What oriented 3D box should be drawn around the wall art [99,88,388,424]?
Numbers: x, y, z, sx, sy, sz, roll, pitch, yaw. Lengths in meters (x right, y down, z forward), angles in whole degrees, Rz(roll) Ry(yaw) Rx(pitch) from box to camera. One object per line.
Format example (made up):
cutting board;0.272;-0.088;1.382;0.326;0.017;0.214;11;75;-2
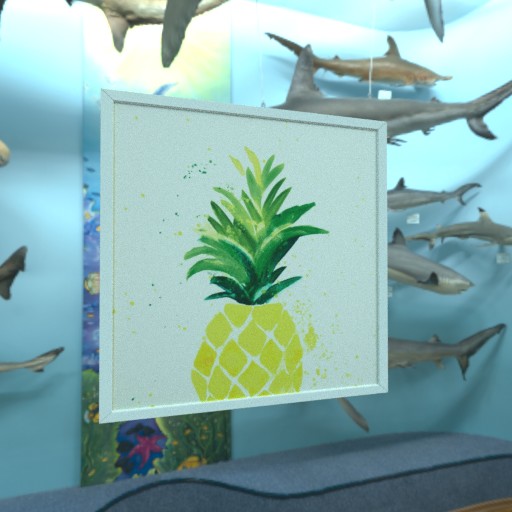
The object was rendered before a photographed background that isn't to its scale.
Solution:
wall art;0.000;0.000;0.463;0.307;0.307;0.020;0;-1;-18
